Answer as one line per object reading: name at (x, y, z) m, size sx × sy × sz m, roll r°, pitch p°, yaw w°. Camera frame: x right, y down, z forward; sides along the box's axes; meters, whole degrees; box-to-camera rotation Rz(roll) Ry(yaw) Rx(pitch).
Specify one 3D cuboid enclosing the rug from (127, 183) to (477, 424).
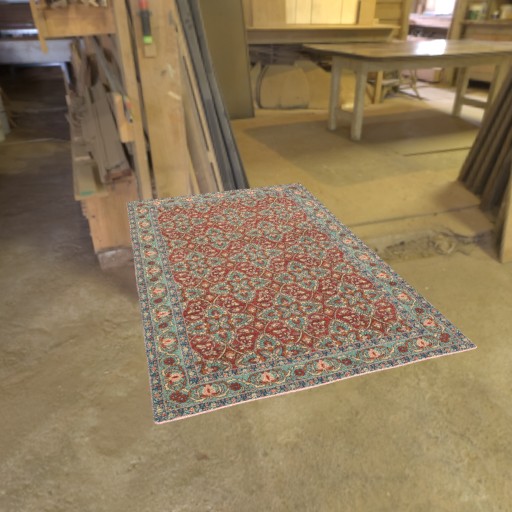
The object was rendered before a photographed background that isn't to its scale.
rug at (0.000, 0.000, 2.296) m, size 1.219 × 0.009 × 1.829 m, roll -9°, pitch 31°, yaw -15°
